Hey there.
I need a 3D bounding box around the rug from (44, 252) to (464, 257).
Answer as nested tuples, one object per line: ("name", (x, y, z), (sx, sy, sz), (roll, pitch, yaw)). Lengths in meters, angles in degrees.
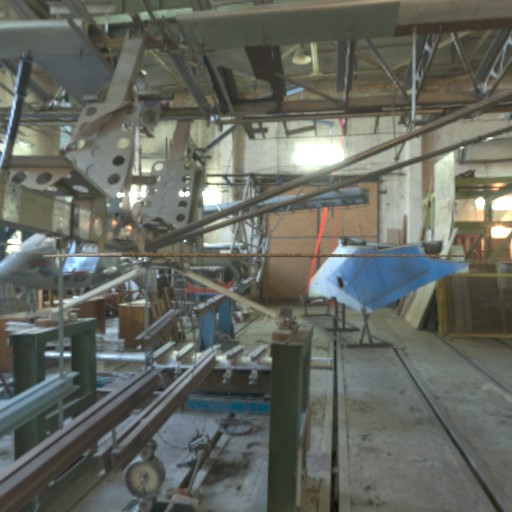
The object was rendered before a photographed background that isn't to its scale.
("rug", (0.000, 0.000, 2.900), (2.283, 0.013, 1.547), (0, 0, -35))
